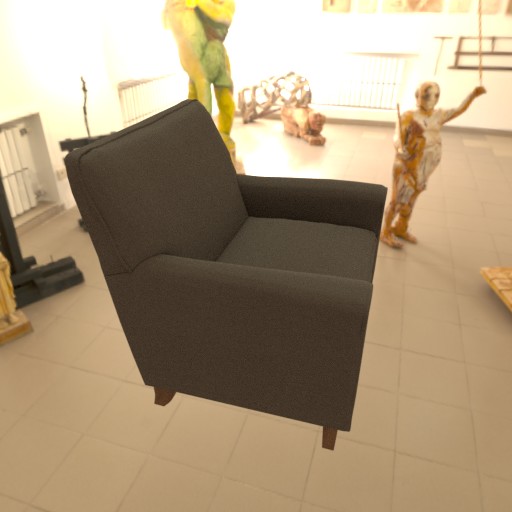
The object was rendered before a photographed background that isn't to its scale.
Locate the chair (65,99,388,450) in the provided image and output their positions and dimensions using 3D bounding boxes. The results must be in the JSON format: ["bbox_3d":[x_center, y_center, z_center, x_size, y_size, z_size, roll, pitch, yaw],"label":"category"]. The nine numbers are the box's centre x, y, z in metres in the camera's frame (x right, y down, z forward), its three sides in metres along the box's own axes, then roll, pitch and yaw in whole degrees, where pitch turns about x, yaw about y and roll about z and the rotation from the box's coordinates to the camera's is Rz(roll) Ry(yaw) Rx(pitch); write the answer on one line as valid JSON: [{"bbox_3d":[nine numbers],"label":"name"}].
[{"bbox_3d":[0.000,0.000,1.588,0.831,0.911,0.836,9,32,15],"label":"chair"}]
